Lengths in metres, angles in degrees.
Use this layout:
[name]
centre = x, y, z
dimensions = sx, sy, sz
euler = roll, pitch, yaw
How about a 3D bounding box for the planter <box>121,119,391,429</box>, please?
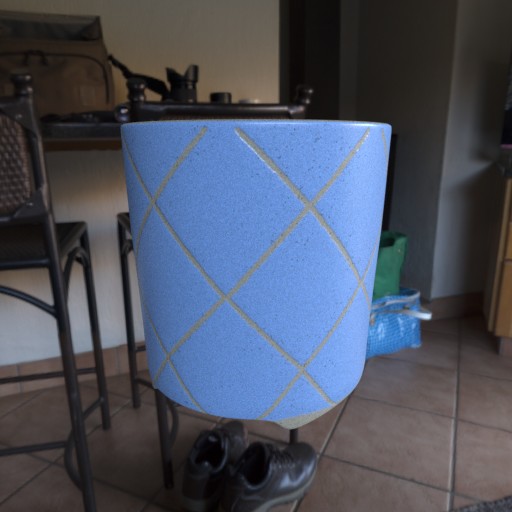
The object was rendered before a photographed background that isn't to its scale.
[planter]
centre = 0.000, 0.000, 0.416
dimensions = 0.227, 0.235, 0.227
euler = 0, 14, 0
